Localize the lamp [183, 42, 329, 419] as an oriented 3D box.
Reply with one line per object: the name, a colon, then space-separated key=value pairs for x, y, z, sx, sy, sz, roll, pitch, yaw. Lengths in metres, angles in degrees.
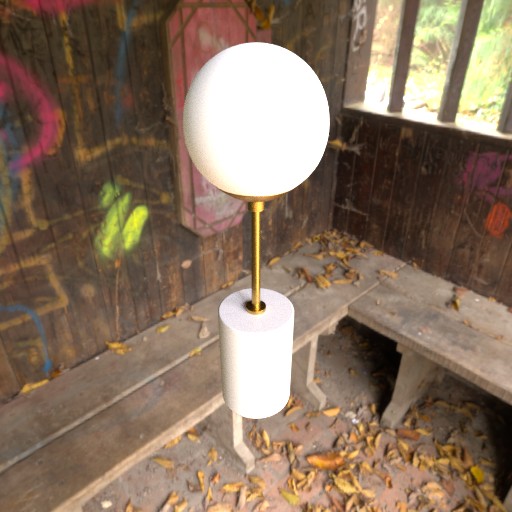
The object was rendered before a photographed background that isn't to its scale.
lamp: x=0.000 y=0.000 z=0.552 sx=0.153 sy=0.480 sz=0.153 roll=0 pitch=31 yaw=0
